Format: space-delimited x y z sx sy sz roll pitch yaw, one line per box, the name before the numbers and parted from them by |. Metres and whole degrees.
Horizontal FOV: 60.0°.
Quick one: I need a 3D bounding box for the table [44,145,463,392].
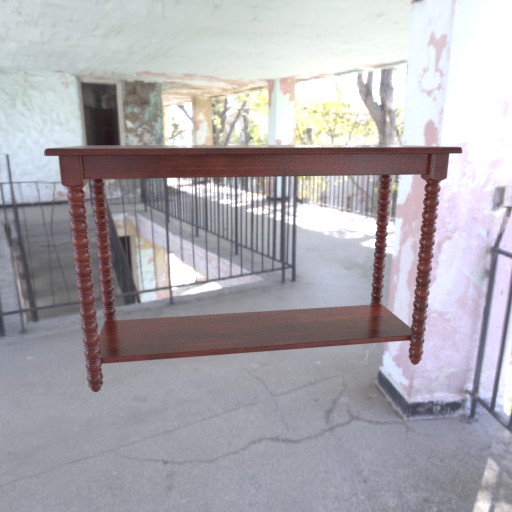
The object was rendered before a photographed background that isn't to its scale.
table | 0.000 0.000 1.538 1.184 0.740 0.459 -2 15 -9
